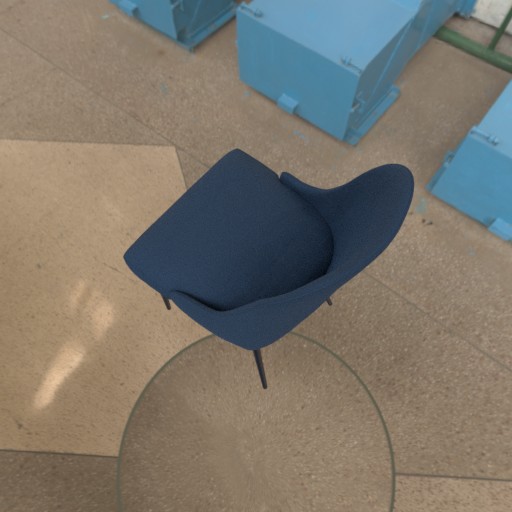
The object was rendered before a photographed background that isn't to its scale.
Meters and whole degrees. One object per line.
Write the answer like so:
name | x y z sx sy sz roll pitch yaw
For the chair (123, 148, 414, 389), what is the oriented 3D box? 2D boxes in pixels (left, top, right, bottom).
chair | 0.000 0.000 1.179 0.559 0.896 0.478 37 70 15
